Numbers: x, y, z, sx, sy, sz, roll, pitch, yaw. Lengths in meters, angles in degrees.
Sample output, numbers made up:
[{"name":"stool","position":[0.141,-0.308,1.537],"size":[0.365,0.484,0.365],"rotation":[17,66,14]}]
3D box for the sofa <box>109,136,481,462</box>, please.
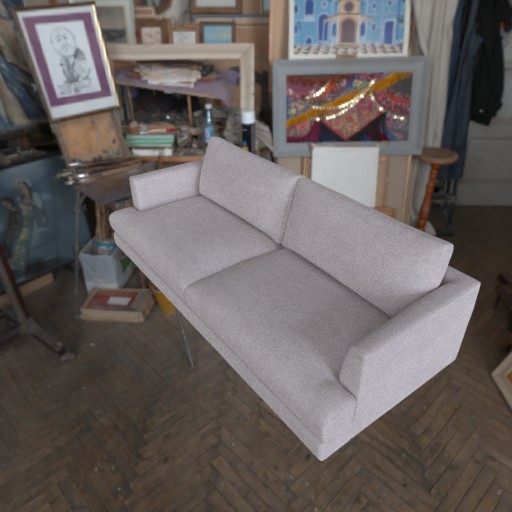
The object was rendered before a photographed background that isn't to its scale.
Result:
[{"name":"sofa","position":[0.000,0.000,2.711],"size":[1.020,0.868,2.250],"rotation":[-22,38,-30]}]
